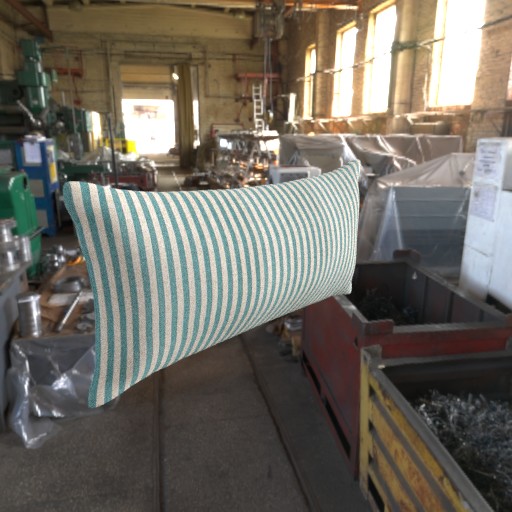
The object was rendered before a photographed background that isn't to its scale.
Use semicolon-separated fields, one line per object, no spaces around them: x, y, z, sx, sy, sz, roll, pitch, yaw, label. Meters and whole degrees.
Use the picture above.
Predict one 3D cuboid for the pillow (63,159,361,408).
0.000;0.000;0.747;0.151;0.295;0.617;15;21;43;pillow
